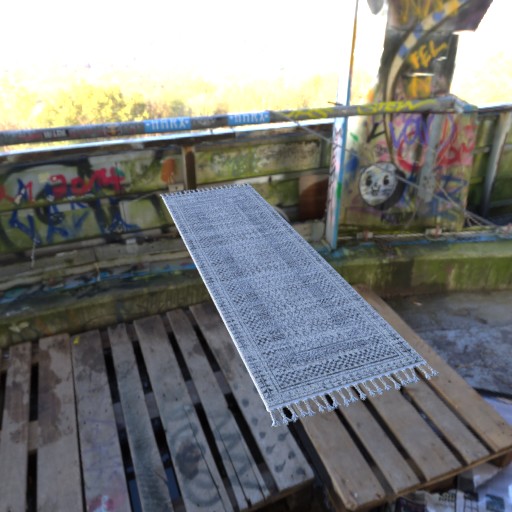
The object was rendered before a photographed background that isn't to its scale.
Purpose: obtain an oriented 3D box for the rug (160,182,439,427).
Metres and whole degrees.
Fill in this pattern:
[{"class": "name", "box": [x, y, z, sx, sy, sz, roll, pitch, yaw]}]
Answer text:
[{"class": "rug", "box": [0.000, 0.000, 2.786, 0.786, 0.013, 2.480, -11, 32, -18]}]
